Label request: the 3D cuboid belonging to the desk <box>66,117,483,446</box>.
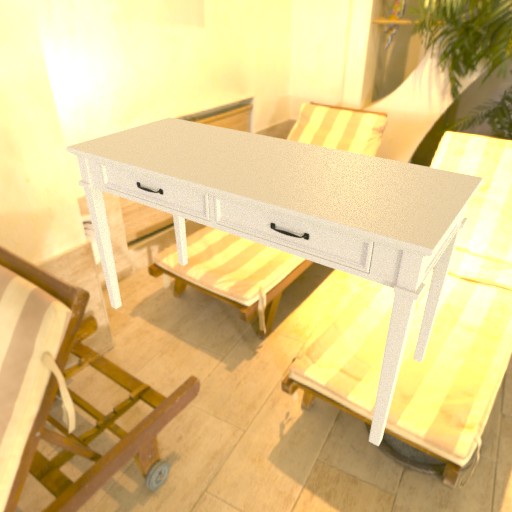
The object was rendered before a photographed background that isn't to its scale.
[{"bbox_3d":[0.000,0.000,1.744,1.372,0.774,0.559,20,36,29],"label":"desk"}]
